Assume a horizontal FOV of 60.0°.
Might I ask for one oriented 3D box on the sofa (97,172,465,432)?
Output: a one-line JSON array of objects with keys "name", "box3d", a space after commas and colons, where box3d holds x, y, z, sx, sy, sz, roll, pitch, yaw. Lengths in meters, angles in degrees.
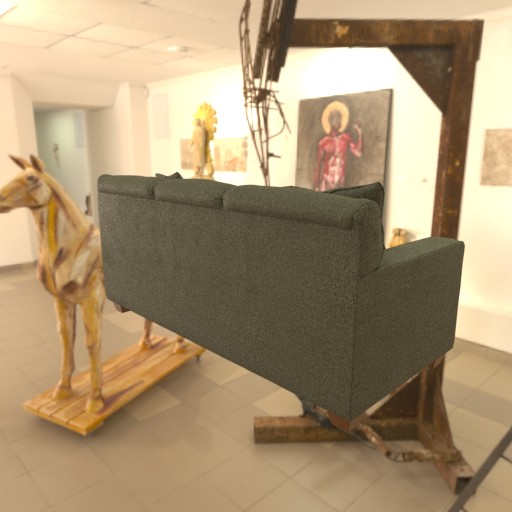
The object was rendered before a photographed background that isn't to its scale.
[{"name": "sofa", "box3d": [0.000, 0.000, 2.593, 0.997, 0.958, 2.024, -13, 18, -43]}]
